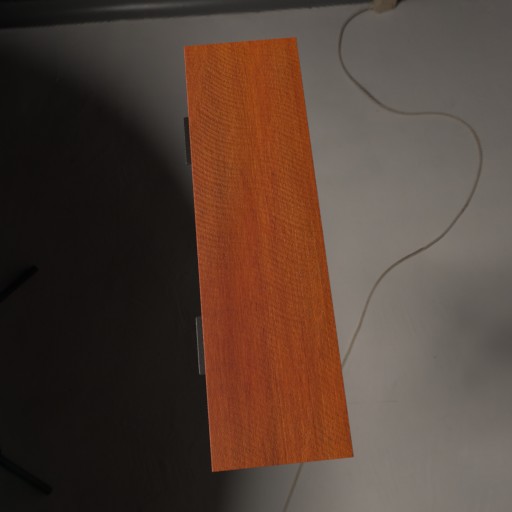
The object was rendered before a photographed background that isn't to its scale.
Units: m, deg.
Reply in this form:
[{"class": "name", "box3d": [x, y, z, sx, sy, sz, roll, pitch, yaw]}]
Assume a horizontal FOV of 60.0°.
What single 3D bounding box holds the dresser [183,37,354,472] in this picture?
[{"class": "dresser", "box3d": [0.000, 0.000, 1.945, 0.464, 0.810, 1.536, -5, 76, -1]}]
